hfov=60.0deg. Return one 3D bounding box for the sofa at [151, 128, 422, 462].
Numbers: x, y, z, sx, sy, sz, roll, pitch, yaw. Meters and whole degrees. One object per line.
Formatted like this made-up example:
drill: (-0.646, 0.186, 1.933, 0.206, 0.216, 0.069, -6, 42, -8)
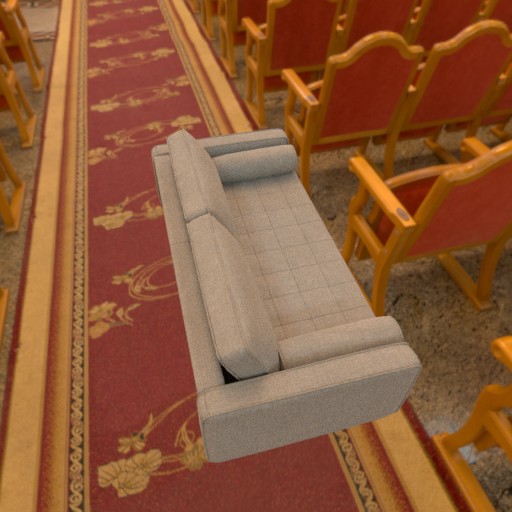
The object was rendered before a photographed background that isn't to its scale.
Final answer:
sofa: (0.000, 0.000, 2.417, 0.914, 0.762, 1.879, -11, 47, -10)
